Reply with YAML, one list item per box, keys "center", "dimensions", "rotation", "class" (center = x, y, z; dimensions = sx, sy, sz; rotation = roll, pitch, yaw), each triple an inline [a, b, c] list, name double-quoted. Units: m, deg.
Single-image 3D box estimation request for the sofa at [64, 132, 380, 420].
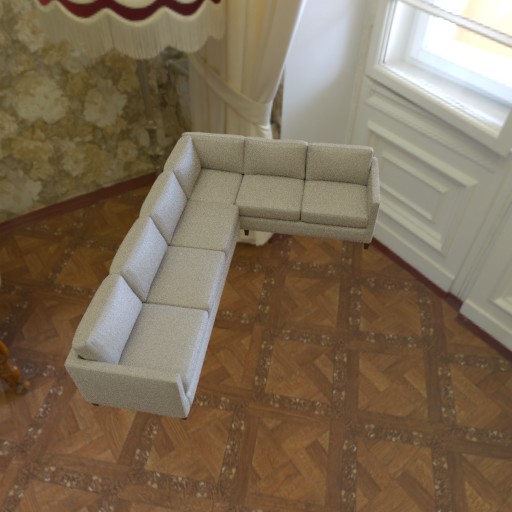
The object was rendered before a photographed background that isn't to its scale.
- center: [0.000, 0.000, 4.559]
  dimensions: [2.522, 0.934, 3.333]
  rotation: [7, 46, 6]
  class: "sofa"
